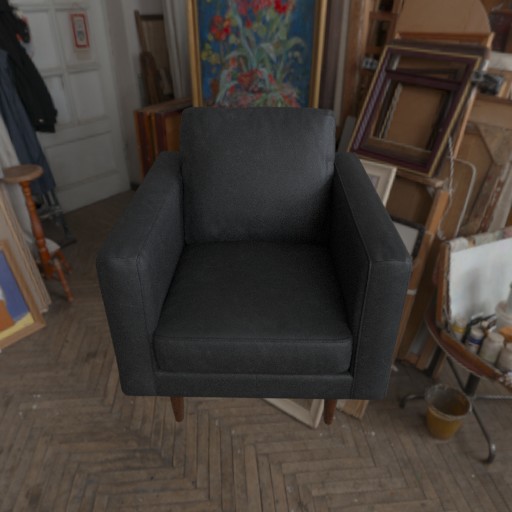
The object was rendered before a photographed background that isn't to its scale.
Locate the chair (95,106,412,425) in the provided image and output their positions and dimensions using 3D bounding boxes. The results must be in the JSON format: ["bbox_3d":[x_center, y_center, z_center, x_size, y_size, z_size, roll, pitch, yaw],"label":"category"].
[{"bbox_3d":[0.000,0.000,1.580,0.831,0.898,0.879,1,31,1],"label":"chair"}]
